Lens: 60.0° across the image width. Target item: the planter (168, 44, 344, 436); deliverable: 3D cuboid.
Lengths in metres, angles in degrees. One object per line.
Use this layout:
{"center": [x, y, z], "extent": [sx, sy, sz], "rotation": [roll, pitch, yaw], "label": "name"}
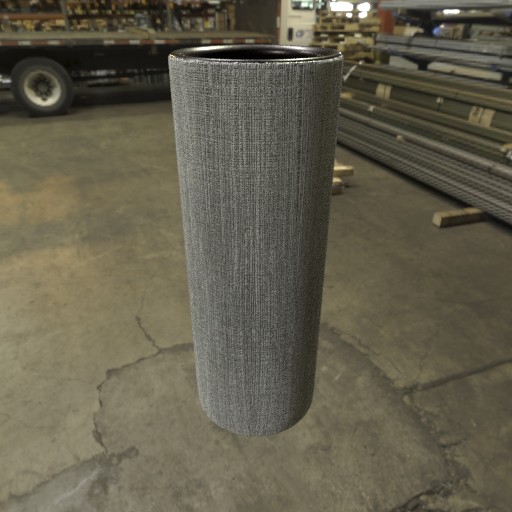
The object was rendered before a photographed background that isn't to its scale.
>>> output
{"center": [0.000, 0.000, 0.321], "extent": [0.100, 0.270, 0.100], "rotation": [-11, 31, -18], "label": "planter"}
